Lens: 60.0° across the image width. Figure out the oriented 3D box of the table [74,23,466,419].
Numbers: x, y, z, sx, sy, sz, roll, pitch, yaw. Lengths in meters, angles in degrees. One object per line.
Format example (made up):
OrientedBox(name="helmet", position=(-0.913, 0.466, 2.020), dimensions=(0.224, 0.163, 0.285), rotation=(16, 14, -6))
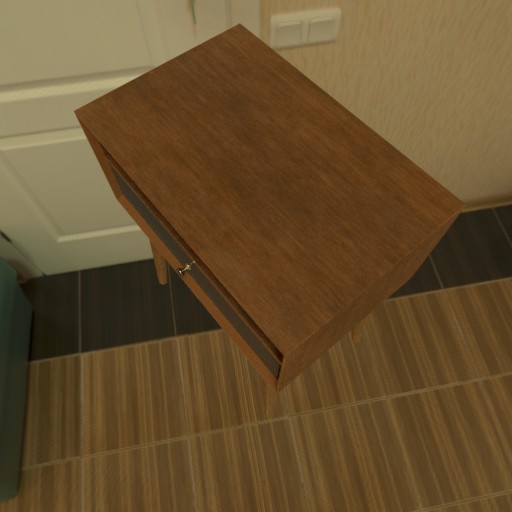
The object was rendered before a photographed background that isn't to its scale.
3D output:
OrientedBox(name="table", position=(0.000, 0.000, 0.847), dimensions=(0.307, 0.580, 0.454), rotation=(-36, 68, -17))
